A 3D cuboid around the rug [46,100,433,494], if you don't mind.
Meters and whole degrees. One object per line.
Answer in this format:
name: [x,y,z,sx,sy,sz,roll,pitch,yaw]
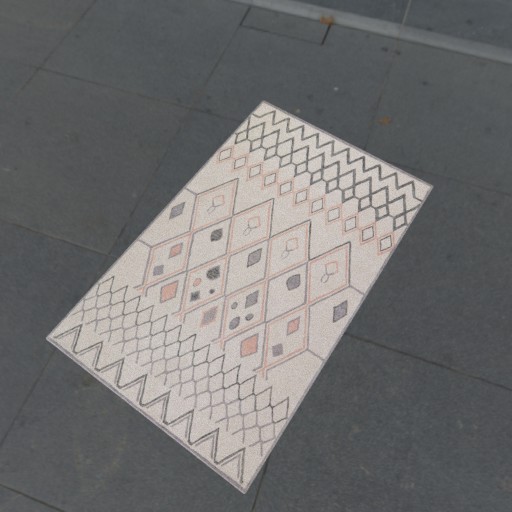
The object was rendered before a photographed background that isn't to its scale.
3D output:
rug: [0.000,0.000,3.030,1.524,0.015,2.438,32,68,15]
